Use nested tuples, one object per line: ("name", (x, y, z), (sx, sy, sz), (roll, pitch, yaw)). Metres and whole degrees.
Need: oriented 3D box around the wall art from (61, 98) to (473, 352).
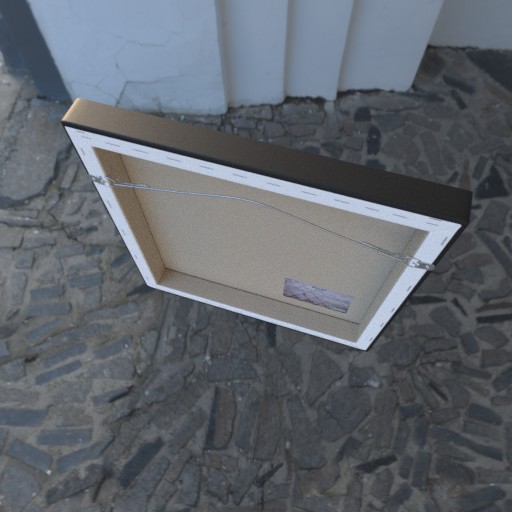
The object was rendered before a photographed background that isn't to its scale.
("wall art", (0.000, 0.000, 0.604), (0.406, 0.407, 0.041), (15, 63, 8))
